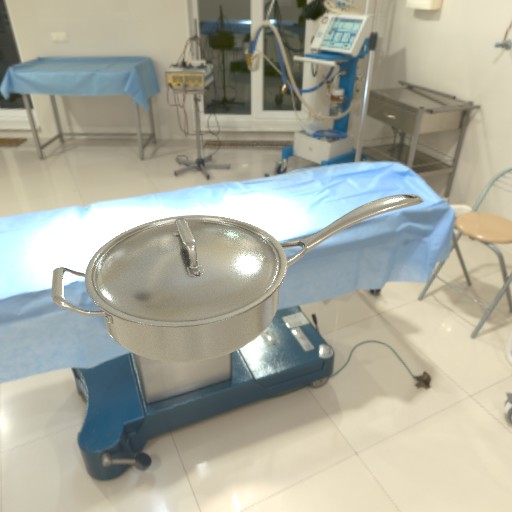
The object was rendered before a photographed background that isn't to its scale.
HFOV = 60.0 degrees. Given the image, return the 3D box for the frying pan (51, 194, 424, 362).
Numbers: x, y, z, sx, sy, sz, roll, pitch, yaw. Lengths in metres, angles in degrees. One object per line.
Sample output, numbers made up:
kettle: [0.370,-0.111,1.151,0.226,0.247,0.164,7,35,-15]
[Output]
frying pan: [0.000,0.000,0.581,0.492,0.111,0.245,-11,34,-16]
